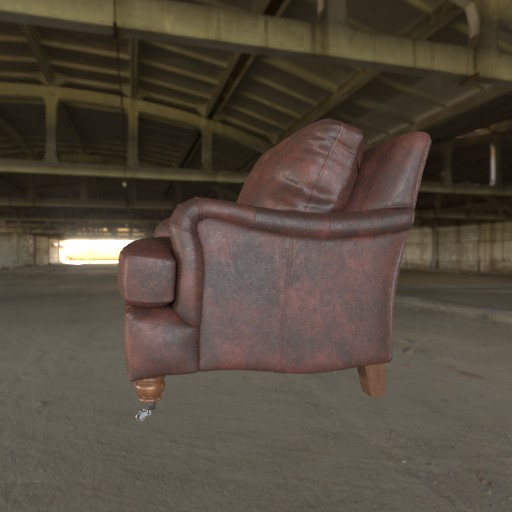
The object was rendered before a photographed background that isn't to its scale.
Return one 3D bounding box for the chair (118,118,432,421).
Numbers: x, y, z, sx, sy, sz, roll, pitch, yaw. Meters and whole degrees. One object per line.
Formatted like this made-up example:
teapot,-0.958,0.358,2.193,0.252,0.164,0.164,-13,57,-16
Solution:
chair,0.000,0.000,1.947,1.156,1.051,0.987,0,0,-16
